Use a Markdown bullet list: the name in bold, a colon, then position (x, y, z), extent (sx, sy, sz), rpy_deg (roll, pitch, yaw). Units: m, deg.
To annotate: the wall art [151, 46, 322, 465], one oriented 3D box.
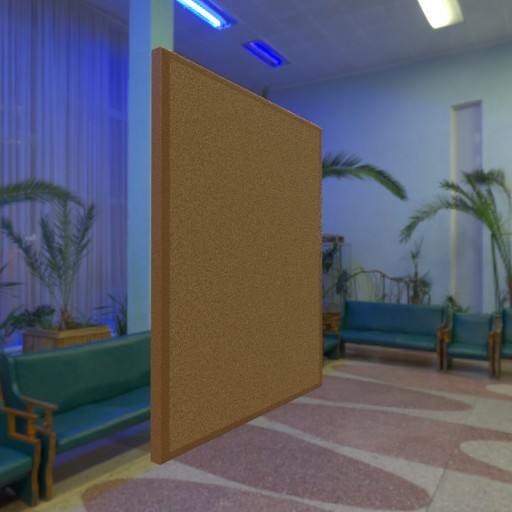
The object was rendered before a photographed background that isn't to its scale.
- **wall art**: position (0.000, 0.000, 0.772), extent (0.022, 0.553, 0.452), rpy_deg (0, -1, 36)
